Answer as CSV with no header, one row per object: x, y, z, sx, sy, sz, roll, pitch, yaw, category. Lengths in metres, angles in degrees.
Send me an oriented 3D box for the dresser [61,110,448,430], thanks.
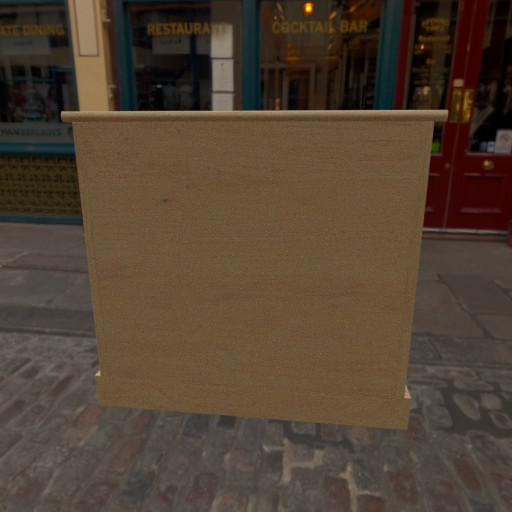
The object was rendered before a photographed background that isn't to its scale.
0.000,0.000,1.363,0.915,0.835,0.440,2,16,7,dresser
